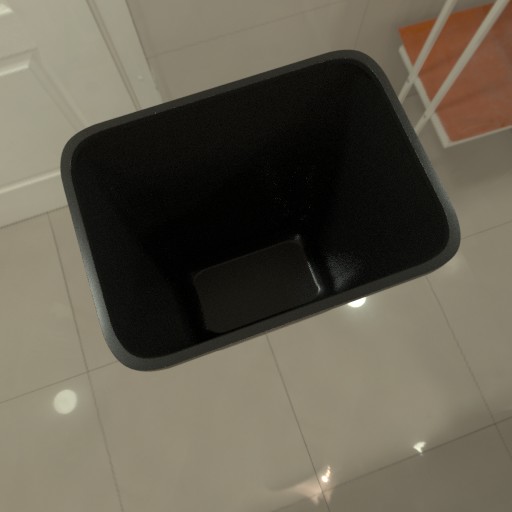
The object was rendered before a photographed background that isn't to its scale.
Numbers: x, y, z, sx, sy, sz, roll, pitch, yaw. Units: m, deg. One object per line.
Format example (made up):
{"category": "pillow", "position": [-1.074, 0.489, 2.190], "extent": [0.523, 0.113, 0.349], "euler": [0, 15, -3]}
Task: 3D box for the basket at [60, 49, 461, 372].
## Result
{"category": "basket", "position": [0.000, 0.000, 0.734], "extent": [0.394, 0.521, 0.287], "euler": [-19, 76, -5]}
